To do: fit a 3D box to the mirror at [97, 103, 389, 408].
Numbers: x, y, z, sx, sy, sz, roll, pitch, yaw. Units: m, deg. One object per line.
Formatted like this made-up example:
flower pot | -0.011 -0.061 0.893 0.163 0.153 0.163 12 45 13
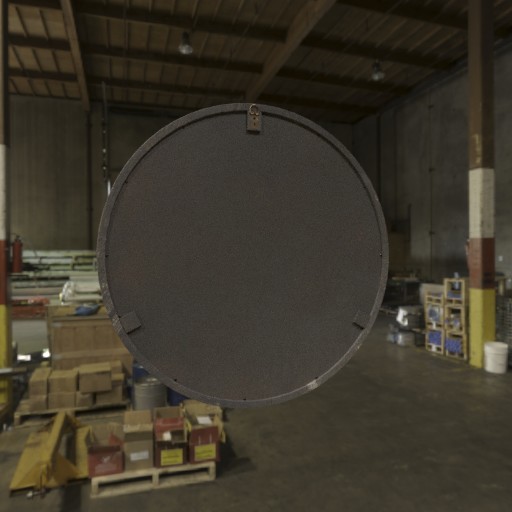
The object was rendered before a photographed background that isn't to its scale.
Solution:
mirror | 0.000 0.000 1.052 0.710 0.710 0.038 0 0 -18
